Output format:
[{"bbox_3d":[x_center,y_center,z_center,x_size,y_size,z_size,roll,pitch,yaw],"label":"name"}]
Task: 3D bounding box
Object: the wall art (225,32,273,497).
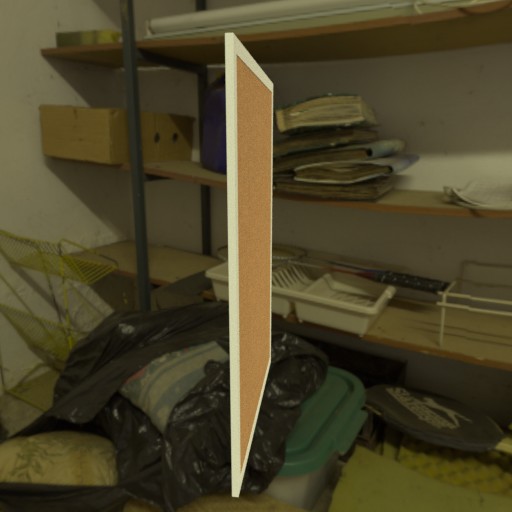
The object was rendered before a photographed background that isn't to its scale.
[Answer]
[{"bbox_3d":[0.000,0.000,1.208,0.015,0.965,0.660,2,14,8],"label":"wall art"}]
